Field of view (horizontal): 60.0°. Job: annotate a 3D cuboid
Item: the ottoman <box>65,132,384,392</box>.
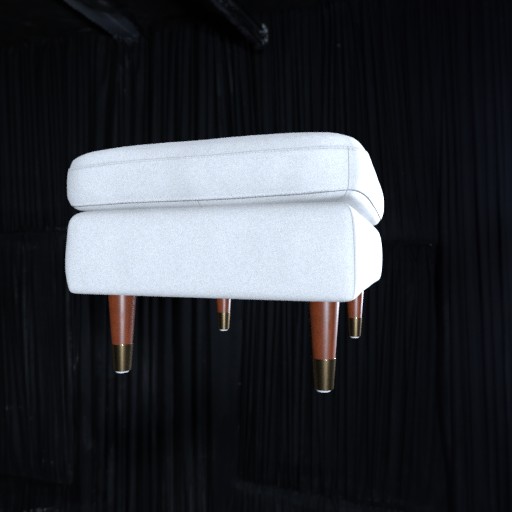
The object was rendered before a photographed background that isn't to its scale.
[{"bbox_3d":[0.000,0.000,1.103,0.593,0.478,0.747,0,0,18],"label":"ottoman"}]
